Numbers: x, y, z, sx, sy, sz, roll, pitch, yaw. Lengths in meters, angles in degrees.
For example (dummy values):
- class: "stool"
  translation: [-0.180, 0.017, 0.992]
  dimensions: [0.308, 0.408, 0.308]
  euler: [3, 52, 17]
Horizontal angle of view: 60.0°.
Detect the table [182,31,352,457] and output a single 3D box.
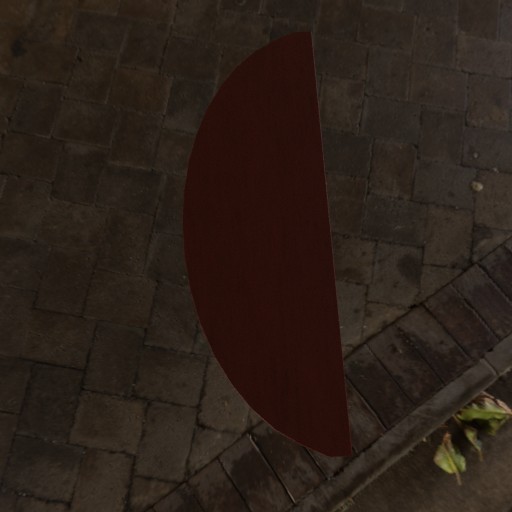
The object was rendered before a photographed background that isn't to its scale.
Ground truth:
- class: "table"
  translation: [0.000, 0.000, 1.593]
  dimensions: [0.405, 0.779, 1.219]
  euler: [-3, 75, -1]
